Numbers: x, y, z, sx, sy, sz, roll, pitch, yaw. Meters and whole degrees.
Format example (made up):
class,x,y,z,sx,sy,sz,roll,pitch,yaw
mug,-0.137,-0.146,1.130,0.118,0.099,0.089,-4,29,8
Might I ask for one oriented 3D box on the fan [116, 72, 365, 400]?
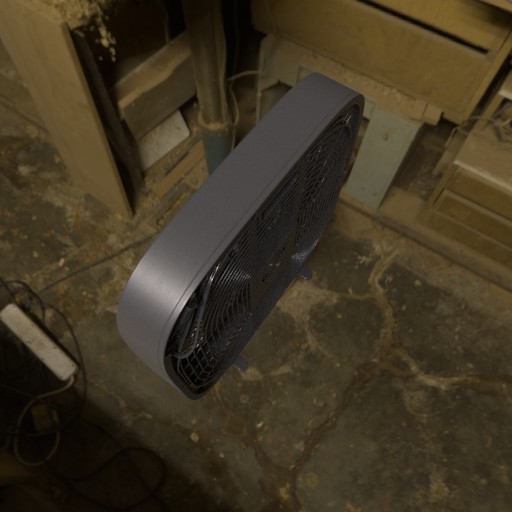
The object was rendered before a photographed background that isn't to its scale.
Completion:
class,x,y,z,sx,sy,sz,roll,pitch,yaw
fan,0.000,0.000,0.807,0.142,0.533,0.526,32,69,14
